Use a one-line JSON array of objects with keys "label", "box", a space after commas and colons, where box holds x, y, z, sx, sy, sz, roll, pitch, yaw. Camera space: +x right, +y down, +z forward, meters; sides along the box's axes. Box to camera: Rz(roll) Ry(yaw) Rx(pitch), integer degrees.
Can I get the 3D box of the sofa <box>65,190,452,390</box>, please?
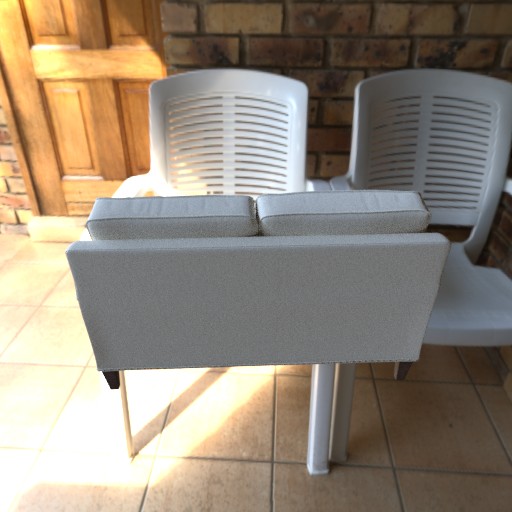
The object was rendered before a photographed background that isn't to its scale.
[{"label": "sofa", "box": [0.000, 0.000, 2.340, 1.597, 1.003, 1.084, -1, 31, -2]}]
